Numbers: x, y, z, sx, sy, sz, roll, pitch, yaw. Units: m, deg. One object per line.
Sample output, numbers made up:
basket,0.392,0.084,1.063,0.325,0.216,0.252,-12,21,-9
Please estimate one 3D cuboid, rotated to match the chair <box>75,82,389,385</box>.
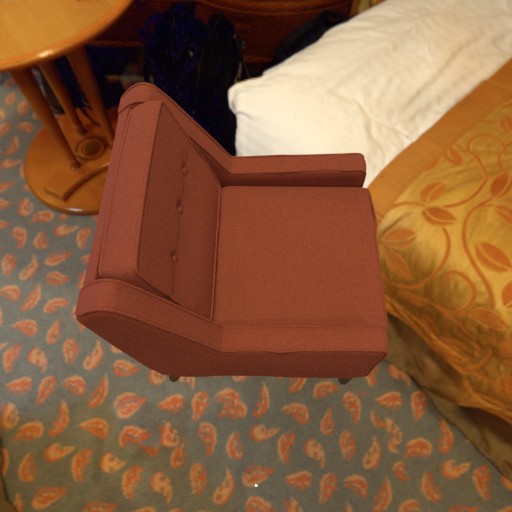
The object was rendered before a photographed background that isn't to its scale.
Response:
chair,0.000,0.000,1.385,0.770,0.812,0.680,1,63,0
